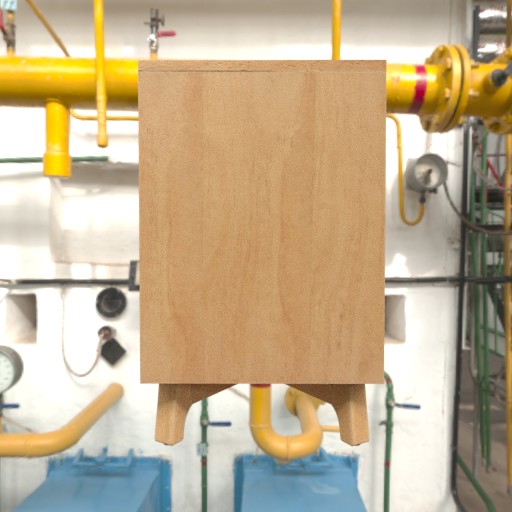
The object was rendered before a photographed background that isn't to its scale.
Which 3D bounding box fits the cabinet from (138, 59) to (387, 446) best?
[{"bbox_3d":[0.000,0.000,0.944,0.394,0.599,0.551,0,1,0],"label":"cabinet"}]
